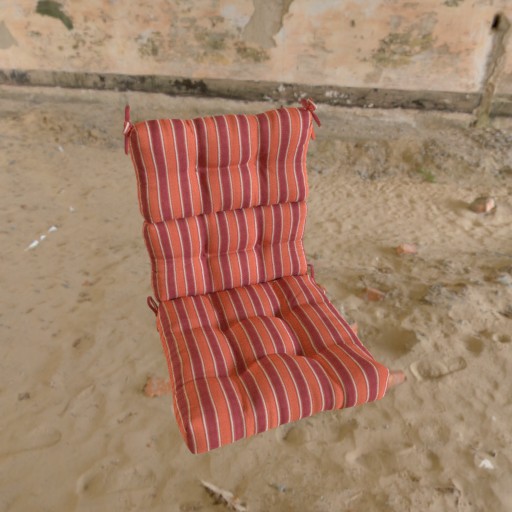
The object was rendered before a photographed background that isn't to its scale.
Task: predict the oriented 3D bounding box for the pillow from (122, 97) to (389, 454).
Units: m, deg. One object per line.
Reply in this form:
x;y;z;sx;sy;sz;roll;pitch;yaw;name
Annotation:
0.000;0.000;1.046;0.519;0.605;0.571;-10;34;-15;pillow
